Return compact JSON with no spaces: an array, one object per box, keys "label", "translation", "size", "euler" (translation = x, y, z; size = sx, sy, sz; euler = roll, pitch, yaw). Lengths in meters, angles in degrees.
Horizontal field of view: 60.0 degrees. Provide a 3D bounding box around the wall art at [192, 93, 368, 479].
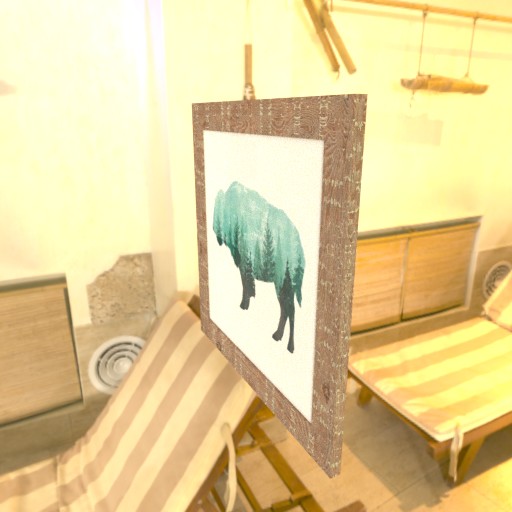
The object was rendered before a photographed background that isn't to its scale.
[{"label":"wall art","translation":[0.000,0.000,0.573],"size":[0.022,0.380,0.380],"euler":[-9,20,-26]}]
